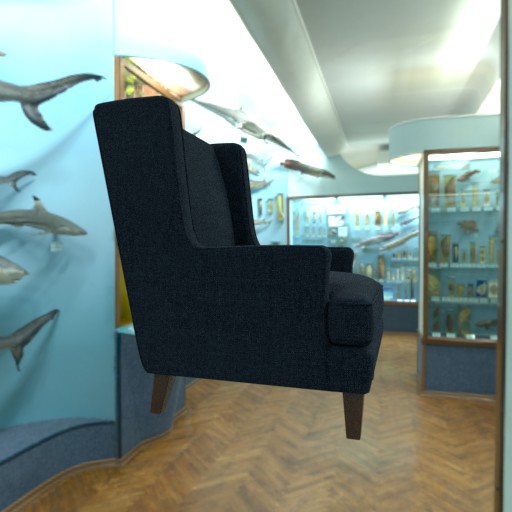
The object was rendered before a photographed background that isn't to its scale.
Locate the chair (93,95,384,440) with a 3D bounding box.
[{"bbox_3d":[0.000,0.000,1.749,0.947,1.072,0.764,0,1,18],"label":"chair"}]
